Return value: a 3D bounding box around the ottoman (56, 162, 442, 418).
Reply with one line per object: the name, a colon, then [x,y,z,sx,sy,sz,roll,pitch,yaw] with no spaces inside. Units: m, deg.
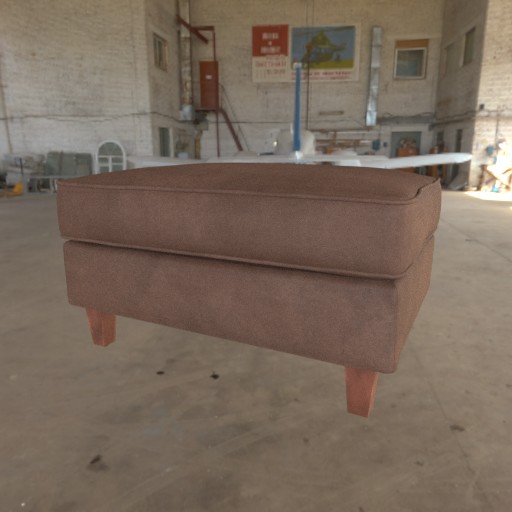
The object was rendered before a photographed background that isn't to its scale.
ottoman: [0.000,0.000,1.183,0.860,0.481,0.596,7,15,26]
